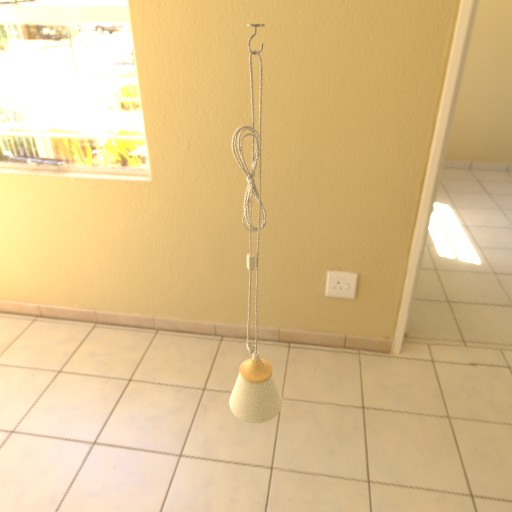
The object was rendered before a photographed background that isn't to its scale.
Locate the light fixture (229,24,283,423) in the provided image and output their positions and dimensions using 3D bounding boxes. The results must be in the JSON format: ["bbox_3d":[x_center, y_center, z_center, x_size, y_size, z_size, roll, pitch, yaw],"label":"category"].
[{"bbox_3d":[0.000,0.000,1.042,0.153,0.966,0.153,0,29,-1],"label":"light fixture"}]
